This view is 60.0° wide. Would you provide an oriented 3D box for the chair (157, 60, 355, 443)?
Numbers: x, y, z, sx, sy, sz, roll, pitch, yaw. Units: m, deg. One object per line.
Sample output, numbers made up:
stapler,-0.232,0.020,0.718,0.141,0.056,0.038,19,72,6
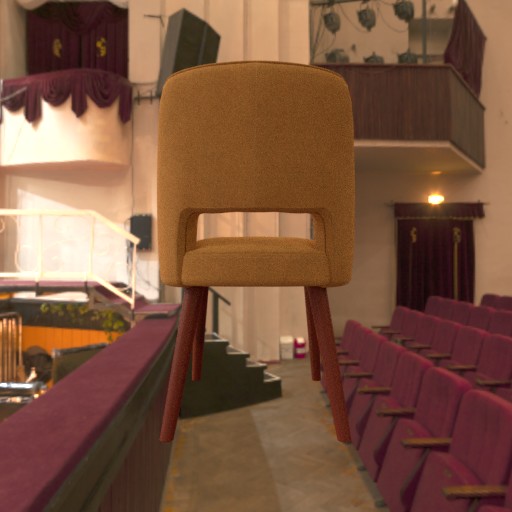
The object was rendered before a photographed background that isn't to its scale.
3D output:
chair,0.000,0.000,1.256,0.548,0.849,0.605,0,-1,0
